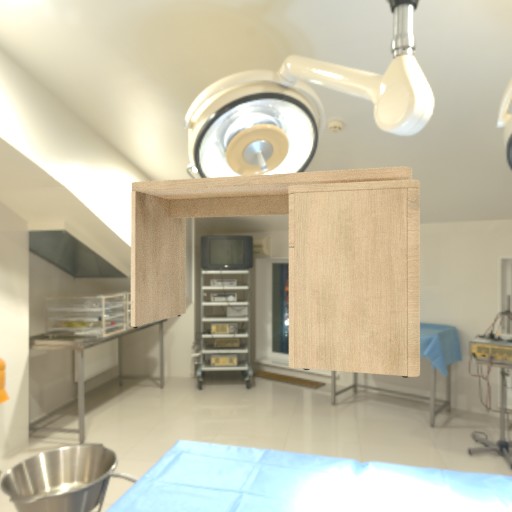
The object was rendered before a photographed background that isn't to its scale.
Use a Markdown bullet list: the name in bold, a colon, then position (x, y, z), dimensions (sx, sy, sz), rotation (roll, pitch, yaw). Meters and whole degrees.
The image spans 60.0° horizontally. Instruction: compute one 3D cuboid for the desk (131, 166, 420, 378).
- **desk**: position (0.000, 0.000, 2.101), dimensions (1.400, 0.770, 1.175), rotation (0, 0, 17)
